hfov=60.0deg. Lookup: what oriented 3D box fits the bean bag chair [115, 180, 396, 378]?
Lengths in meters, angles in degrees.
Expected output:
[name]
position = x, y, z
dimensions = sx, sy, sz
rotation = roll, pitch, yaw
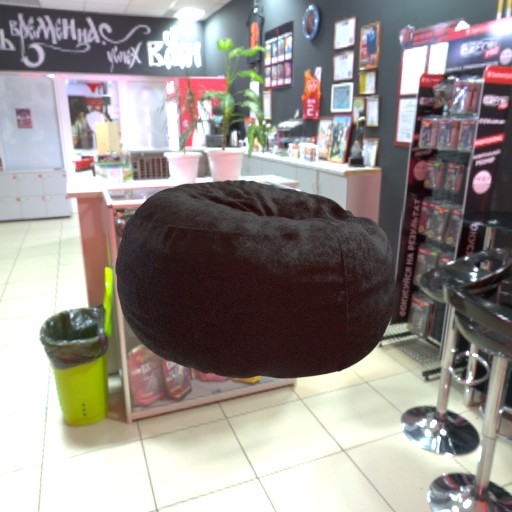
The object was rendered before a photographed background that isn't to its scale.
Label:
[bean bag chair]
position = 0.000, 0.000, 2.495
dimensions = 1.525, 0.751, 1.525
rotation = 0, 17, 0
